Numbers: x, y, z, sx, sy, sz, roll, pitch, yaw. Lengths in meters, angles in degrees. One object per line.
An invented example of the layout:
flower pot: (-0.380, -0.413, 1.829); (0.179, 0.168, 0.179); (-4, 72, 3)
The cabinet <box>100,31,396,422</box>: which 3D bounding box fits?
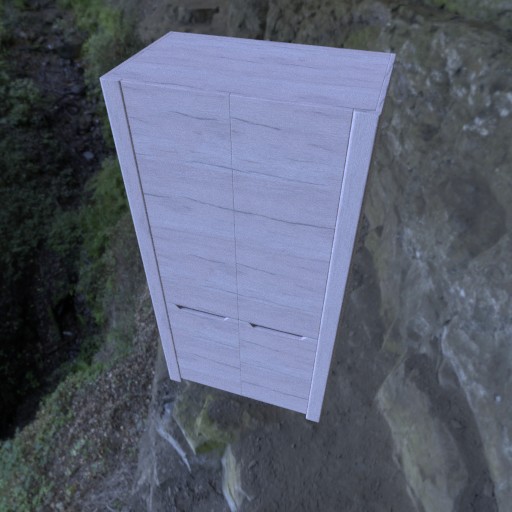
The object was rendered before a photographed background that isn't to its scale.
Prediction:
cabinet: (0.000, 0.000, 2.307); (0.980, 1.930, 0.580); (12, 44, 13)
